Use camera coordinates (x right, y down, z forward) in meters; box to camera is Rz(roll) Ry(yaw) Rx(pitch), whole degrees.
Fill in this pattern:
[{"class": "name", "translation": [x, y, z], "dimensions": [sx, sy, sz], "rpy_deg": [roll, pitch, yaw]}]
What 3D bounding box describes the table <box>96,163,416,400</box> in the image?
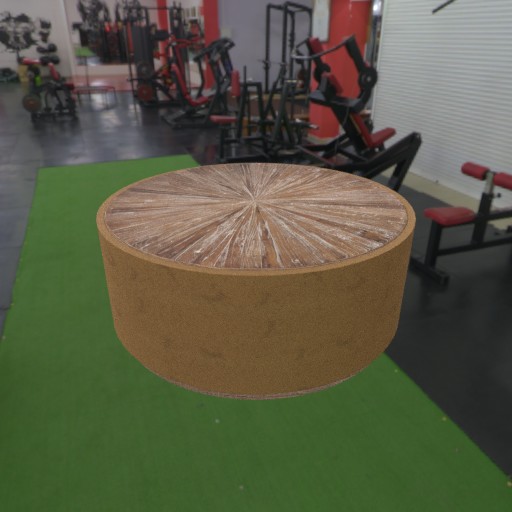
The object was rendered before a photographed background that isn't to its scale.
[{"class": "table", "translation": [0.000, 0.000, 1.547], "dimensions": [1.001, 0.409, 1.001], "rpy_deg": [0, 26, 0]}]
